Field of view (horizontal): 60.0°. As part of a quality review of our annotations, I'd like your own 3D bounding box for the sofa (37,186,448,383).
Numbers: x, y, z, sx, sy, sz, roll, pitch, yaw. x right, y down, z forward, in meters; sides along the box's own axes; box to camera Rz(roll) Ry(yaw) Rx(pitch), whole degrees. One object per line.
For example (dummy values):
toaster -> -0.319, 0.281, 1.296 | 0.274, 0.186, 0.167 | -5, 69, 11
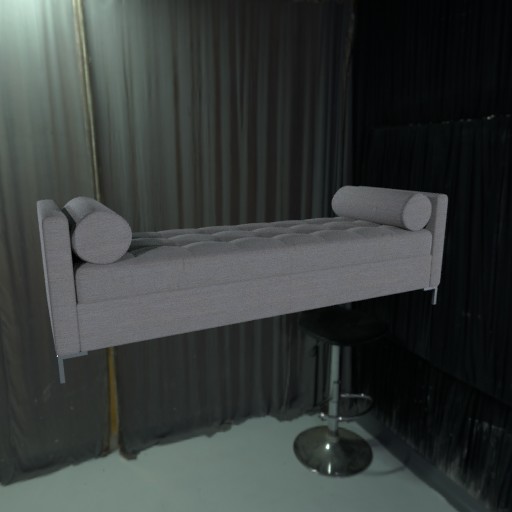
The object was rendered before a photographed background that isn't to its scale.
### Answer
sofa -> 0.000, 0.000, 2.300 | 1.981, 0.635, 0.686 | -7, 15, -26
